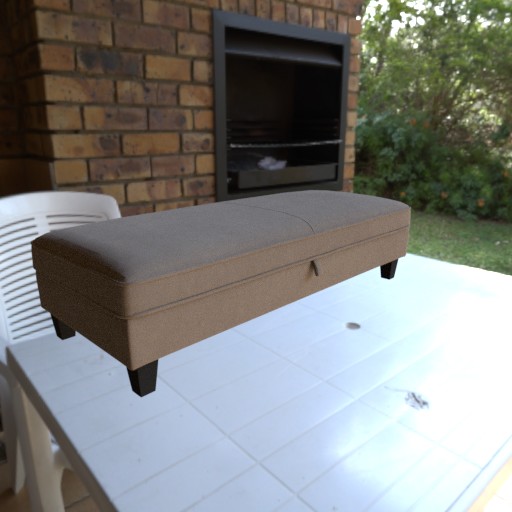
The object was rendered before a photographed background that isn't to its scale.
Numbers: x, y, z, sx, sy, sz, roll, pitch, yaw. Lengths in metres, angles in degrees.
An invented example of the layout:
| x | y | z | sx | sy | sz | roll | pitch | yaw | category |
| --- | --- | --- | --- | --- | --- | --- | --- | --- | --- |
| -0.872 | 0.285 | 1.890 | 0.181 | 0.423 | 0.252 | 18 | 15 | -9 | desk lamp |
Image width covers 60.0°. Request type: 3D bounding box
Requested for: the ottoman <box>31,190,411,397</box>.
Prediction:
| x | y | z | sx | sy | sz | roll | pitch | yaw | category |
| --- | --- | --- | --- | --- | --- | --- | --- | --- | --- |
| 0.000 | 0.000 | 2.041 | 0.735 | 0.460 | 1.726 | 15 | 22 | 42 | ottoman |
